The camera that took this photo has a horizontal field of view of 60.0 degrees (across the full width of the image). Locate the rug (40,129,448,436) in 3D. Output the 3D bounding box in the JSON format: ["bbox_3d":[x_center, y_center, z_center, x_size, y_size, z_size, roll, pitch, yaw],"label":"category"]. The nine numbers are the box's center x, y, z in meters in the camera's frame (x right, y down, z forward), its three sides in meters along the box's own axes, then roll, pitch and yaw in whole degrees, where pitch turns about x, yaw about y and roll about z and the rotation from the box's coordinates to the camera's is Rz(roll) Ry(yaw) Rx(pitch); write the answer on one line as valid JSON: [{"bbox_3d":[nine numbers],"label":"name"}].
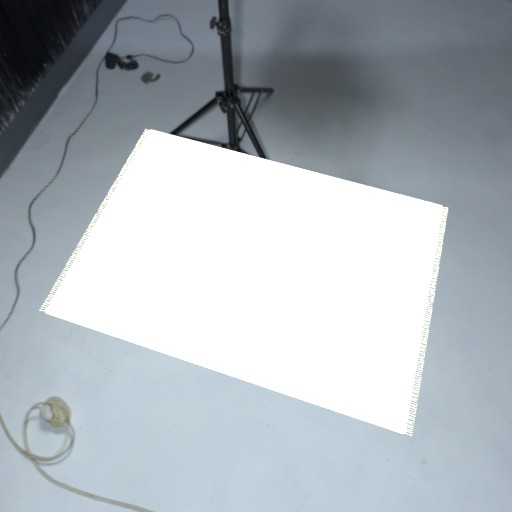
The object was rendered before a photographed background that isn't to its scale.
[{"bbox_3d":[0.000,0.000,2.822,2.233,0.011,1.514,16,64,8],"label":"rug"}]
